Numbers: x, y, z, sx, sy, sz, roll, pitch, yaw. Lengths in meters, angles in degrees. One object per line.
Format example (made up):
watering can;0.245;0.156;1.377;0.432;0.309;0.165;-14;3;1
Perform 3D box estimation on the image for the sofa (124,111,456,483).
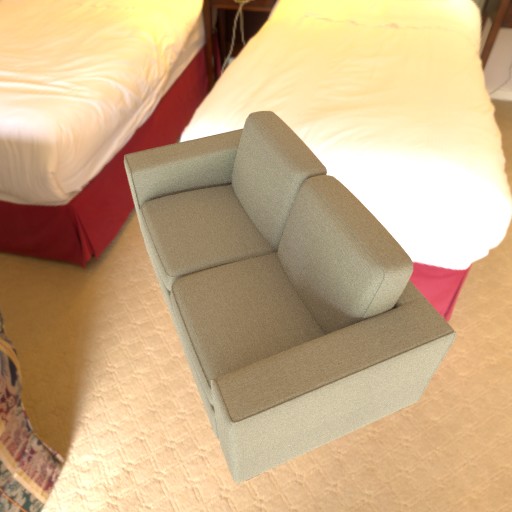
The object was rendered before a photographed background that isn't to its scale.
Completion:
sofa;0.000;0.000;2.381;1.007;0.924;1.812;-17;48;-16
